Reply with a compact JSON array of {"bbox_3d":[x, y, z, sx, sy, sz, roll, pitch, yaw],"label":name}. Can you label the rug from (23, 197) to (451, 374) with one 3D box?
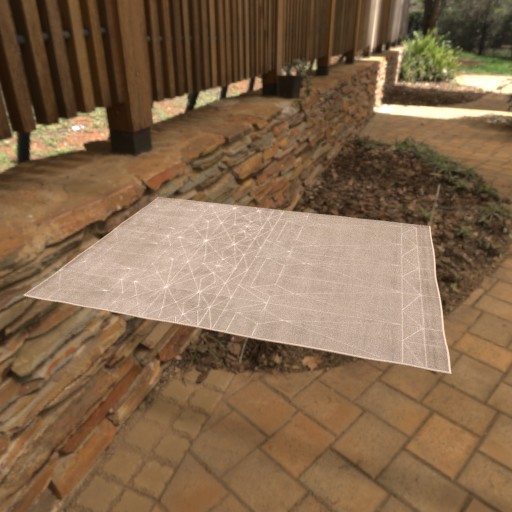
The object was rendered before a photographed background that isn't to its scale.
[{"bbox_3d":[0.000,0.000,4.329,3.357,0.019,2.449,8,29,14],"label":"rug"}]
